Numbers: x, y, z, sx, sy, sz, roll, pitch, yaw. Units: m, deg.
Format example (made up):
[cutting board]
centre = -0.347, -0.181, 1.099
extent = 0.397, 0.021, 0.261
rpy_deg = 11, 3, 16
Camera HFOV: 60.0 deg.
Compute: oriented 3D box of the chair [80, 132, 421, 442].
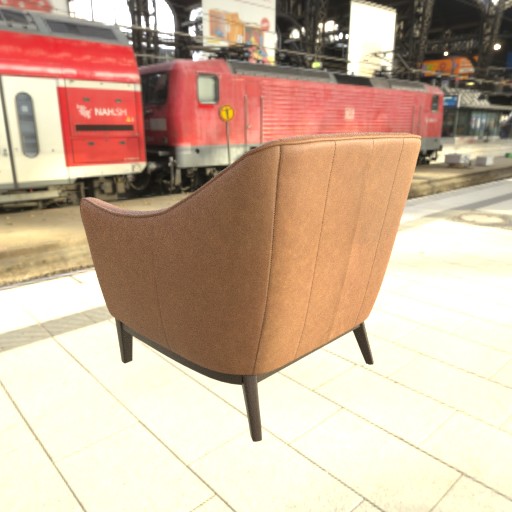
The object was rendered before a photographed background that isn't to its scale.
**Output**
[chair]
centre = 0.000, 0.000, 1.531
extent = 0.871, 0.830, 0.852
rpy_deg = -16, 23, -42
